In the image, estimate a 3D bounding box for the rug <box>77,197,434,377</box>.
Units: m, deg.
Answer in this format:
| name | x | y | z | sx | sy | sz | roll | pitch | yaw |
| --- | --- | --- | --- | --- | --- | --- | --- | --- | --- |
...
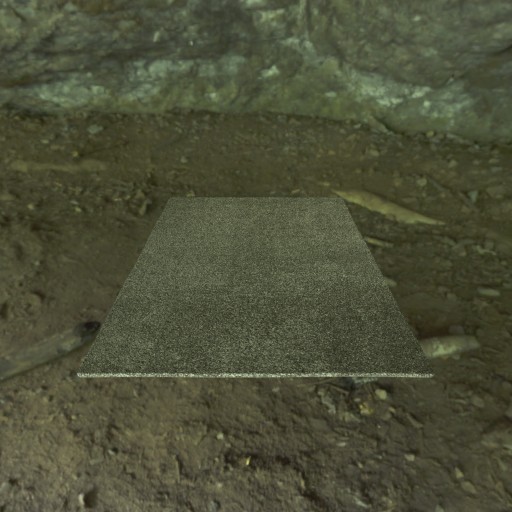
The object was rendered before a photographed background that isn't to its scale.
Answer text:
| name | x | y | z | sx | sy | sz | roll | pitch | yaw |
| --- | --- | --- | --- | --- | --- | --- | --- | --- | --- |
| rug | 0.000 | 0.000 | 3.434 | 1.802 | 0.026 | 2.699 | 0 | 27 | 0 |
